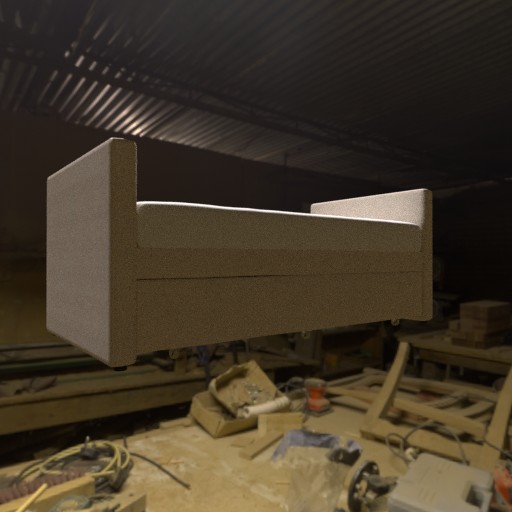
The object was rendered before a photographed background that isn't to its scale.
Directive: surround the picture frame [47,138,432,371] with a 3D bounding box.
[{"bbox_3d":[0.000,0.000,2.724,2.161,0.891,1.069,0,0,-37],"label":"picture frame"}]
